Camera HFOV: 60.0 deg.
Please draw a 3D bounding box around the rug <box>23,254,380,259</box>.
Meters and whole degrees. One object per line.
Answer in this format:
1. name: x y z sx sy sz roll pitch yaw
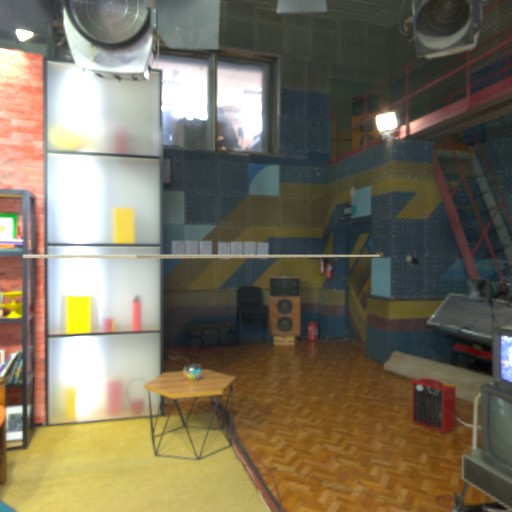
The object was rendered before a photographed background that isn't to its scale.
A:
1. rug: 0.000 0.000 2.506 0.661 0.013 2.297 0 0 34
